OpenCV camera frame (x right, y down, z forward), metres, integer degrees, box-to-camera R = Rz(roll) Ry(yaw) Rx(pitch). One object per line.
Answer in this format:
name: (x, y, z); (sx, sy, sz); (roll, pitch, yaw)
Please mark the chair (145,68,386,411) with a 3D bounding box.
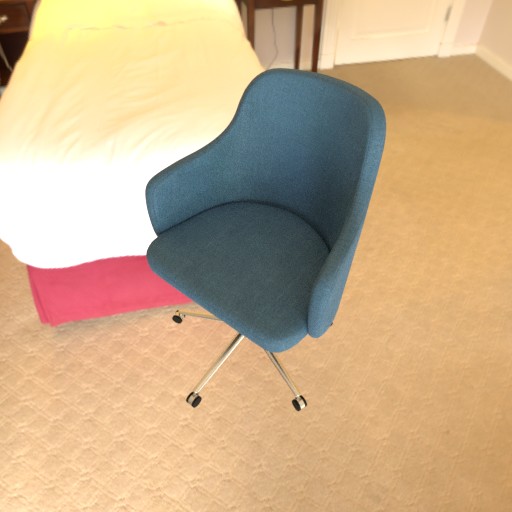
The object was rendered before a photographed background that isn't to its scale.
chair: (0.000, 0.000, 1.263); (0.599, 0.820, 0.655); (30, 53, 26)
